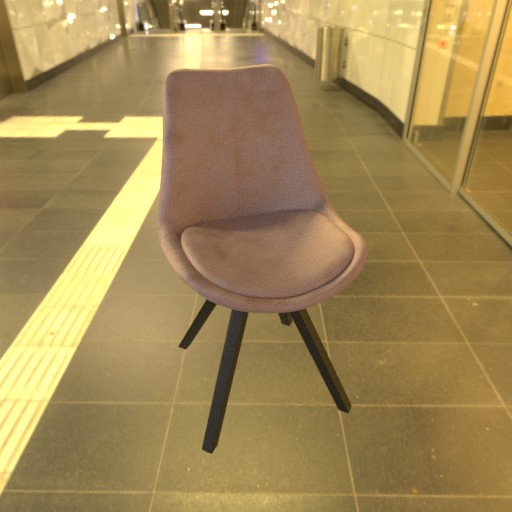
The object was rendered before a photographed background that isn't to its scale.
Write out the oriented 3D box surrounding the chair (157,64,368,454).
[{"bbox_3d":[0.000,0.000,1.169,0.483,0.865,0.547,-10,32,-16],"label":"chair"}]
